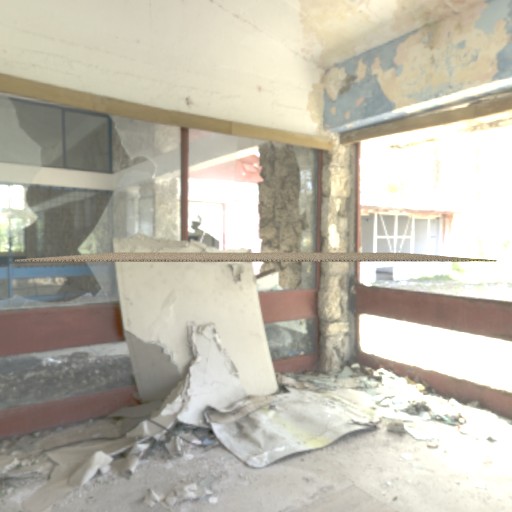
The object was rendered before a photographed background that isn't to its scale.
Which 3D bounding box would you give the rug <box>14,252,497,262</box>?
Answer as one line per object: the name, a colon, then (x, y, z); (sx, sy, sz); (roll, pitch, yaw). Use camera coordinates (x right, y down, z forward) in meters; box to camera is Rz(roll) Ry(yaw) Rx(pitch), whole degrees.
rug: (0.000, 0.000, 2.996); (2.439, 0.011, 1.533); (0, 2, 0)
